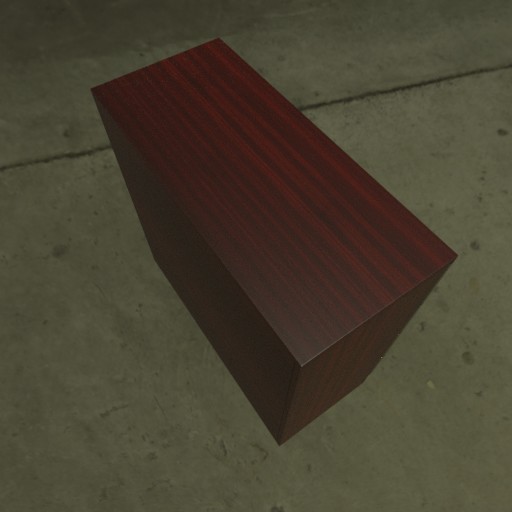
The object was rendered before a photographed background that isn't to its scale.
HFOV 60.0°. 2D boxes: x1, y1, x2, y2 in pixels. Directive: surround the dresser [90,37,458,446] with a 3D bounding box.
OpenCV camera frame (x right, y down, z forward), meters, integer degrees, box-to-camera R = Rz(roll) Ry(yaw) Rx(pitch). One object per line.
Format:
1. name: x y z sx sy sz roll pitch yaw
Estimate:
1. dresser: 0.000 0.000 1.162 0.360 0.720 0.750 -31 63 -17
